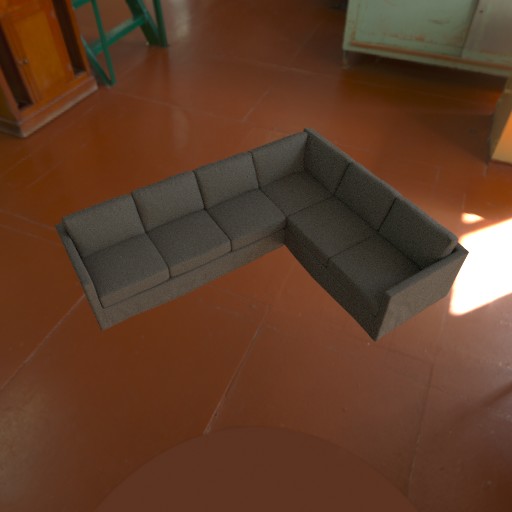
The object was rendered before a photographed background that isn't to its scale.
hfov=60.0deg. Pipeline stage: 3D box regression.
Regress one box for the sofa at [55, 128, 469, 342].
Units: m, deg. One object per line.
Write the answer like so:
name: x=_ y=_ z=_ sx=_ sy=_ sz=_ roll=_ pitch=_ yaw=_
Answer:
sofa: x=0.000 y=0.000 z=4.405 sx=3.182 sy=0.871 sz=2.432 roll=-25 pitch=52 yaw=-21
